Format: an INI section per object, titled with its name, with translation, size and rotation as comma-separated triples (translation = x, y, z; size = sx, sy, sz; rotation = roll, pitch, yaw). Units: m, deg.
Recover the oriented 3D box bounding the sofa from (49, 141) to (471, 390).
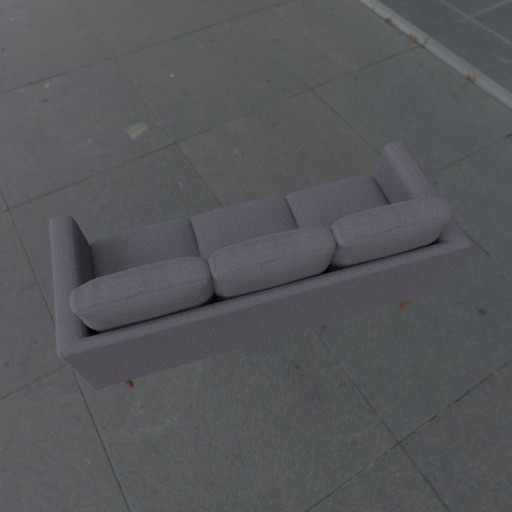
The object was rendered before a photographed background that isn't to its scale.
[sofa]
translation = 0.000, 0.000, 2.459
size = 2.029, 0.912, 0.802
rotation = -14, 59, -9
